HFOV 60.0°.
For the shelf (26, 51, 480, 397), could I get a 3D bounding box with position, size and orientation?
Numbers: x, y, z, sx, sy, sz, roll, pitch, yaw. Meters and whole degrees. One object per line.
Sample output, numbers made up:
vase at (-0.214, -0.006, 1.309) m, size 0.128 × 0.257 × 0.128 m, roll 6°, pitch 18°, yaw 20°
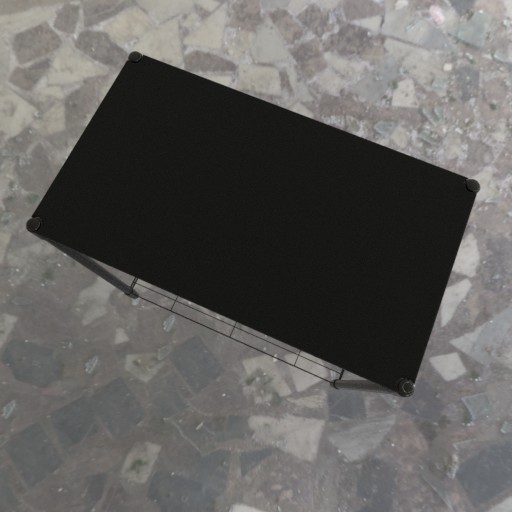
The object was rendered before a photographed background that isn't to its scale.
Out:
shelf at (0.000, 0.000, 0.917) m, size 0.589 × 0.564 × 0.338 m, roll 23°, pitch 76°, yaw 6°
